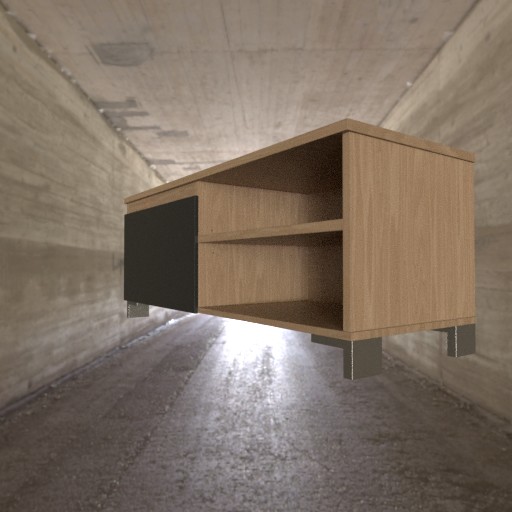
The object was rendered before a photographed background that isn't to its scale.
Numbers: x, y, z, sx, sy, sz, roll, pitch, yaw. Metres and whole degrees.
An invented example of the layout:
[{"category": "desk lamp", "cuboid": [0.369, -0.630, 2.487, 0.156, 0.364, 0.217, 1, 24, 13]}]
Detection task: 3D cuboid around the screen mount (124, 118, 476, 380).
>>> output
[{"category": "screen mount", "cuboid": [0.000, 0.000, 1.282, 0.406, 0.432, 1.084, 1, -1, -35]}]
